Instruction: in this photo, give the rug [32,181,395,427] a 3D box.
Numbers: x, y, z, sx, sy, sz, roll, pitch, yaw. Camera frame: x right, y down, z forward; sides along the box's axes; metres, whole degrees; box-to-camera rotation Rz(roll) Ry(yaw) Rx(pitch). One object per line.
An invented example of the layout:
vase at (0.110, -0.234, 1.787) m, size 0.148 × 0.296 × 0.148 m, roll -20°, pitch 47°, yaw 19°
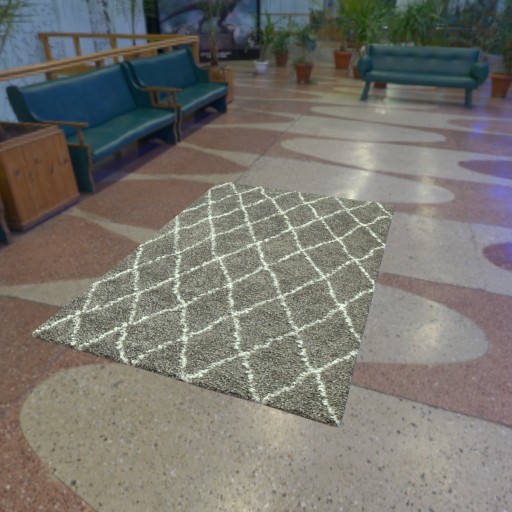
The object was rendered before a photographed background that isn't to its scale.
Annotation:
rug at (0.000, 0.000, 2.270) m, size 1.219 × 0.030 × 1.778 m, roll 11°, pitch 32°, yaw 18°
